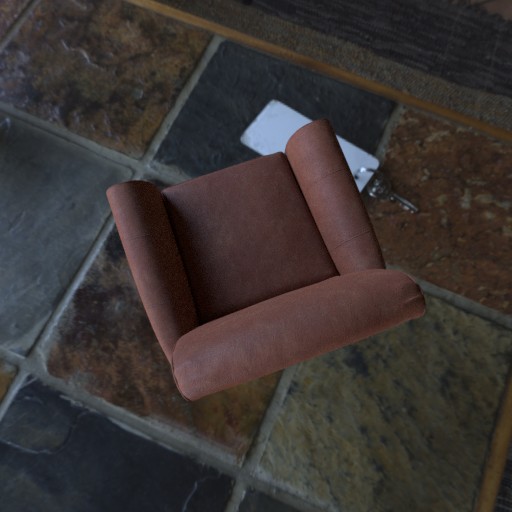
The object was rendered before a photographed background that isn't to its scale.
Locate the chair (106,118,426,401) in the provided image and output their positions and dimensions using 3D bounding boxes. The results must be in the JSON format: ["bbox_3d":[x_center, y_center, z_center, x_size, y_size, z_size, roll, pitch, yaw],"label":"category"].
[{"bbox_3d":[0.000,0.000,1.792,0.978,1.061,0.902,-19,75,-5],"label":"chair"}]
